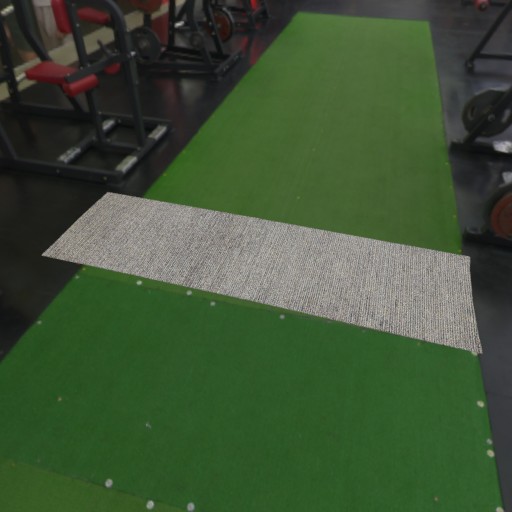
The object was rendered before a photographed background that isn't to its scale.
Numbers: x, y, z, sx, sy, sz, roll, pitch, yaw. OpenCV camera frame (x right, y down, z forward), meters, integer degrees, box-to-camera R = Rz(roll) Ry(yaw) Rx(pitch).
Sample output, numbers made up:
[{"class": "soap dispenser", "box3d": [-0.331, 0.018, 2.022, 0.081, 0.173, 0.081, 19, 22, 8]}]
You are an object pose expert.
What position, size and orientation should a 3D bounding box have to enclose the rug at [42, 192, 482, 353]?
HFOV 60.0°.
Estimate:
[{"class": "rug", "box3d": [0.000, 0.000, 2.500, 2.335, 0.013, 0.697, 11, 42, 13]}]
